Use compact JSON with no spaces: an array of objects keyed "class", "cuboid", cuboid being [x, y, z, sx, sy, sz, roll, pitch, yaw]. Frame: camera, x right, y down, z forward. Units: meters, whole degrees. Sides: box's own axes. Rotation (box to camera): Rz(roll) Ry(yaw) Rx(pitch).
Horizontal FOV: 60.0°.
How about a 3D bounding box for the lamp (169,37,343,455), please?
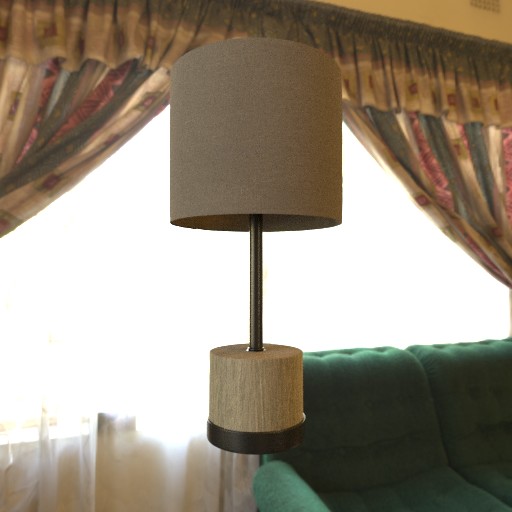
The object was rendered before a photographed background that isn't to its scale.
[{"class":"lamp","cuboid":[0.000,0.000,0.589,0.229,0.470,0.229,1,-3,-35]}]
